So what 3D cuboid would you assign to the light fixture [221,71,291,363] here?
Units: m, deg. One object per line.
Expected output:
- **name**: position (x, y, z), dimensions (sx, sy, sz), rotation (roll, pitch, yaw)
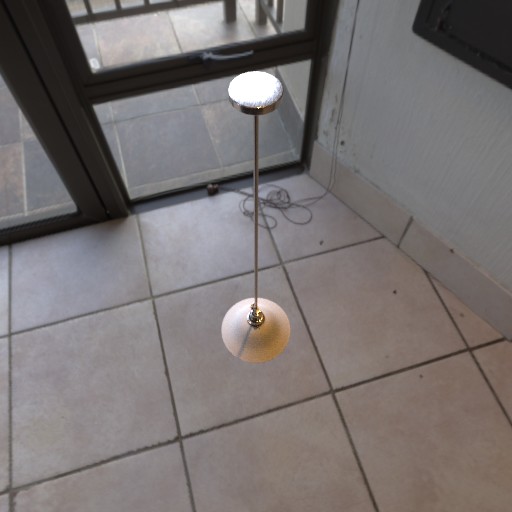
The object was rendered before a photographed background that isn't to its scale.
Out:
- **light fixture**: position (0.000, 0.000, 1.496), dimensions (0.324, 1.354, 0.324), rotation (-31, 64, -17)
